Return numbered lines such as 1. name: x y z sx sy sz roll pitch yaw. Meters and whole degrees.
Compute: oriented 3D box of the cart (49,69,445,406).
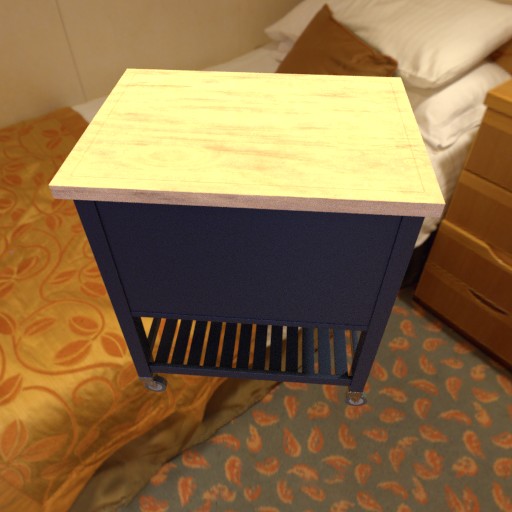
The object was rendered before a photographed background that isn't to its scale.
1. cart: 0.000 0.000 1.399 0.797 0.920 0.567 3 46 3
